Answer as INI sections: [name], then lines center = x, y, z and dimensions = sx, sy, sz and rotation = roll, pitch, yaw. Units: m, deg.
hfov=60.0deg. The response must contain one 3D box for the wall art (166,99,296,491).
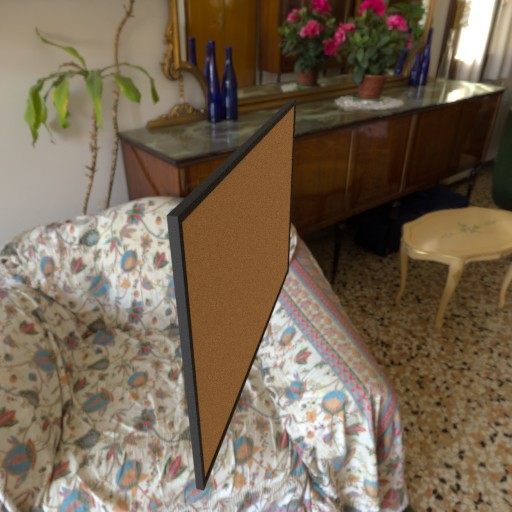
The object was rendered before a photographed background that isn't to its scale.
[wall art]
center = 0.000, 0.000, 0.844
dimensions = 0.013, 0.458, 0.664
rotation = 8, 30, 13
